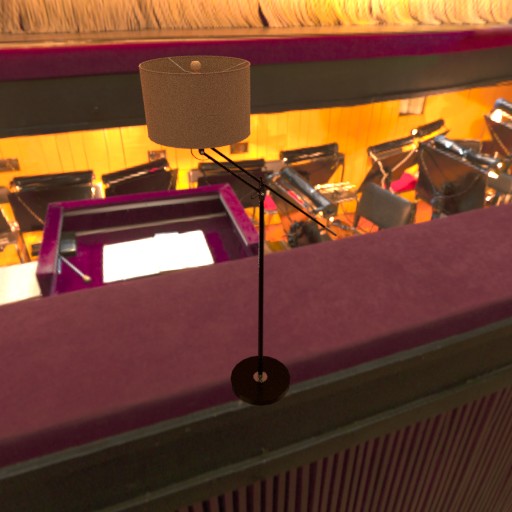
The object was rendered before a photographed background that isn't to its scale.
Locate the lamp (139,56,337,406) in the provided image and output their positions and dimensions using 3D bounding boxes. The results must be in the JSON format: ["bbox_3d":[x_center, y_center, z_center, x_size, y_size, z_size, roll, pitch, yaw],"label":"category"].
[{"bbox_3d":[0.000,0.000,1.990,0.809,1.635,0.373,-11,33,-16],"label":"lamp"}]
